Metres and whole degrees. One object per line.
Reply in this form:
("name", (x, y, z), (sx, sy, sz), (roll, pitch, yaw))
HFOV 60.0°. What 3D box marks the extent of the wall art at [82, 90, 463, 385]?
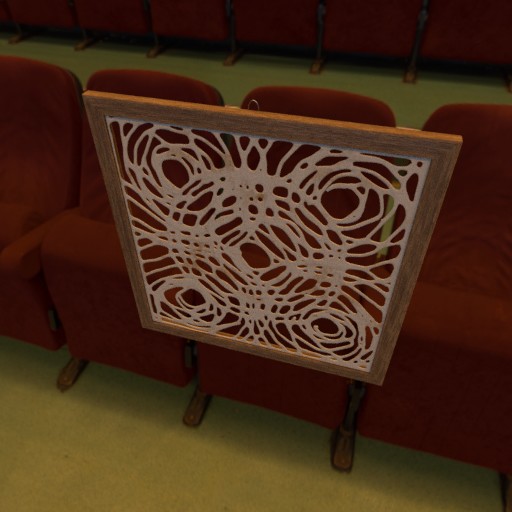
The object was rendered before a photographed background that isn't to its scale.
("wall art", (0.000, 0.000, 0.817), (0.561, 0.576, 0.021), (11, 42, 12))
